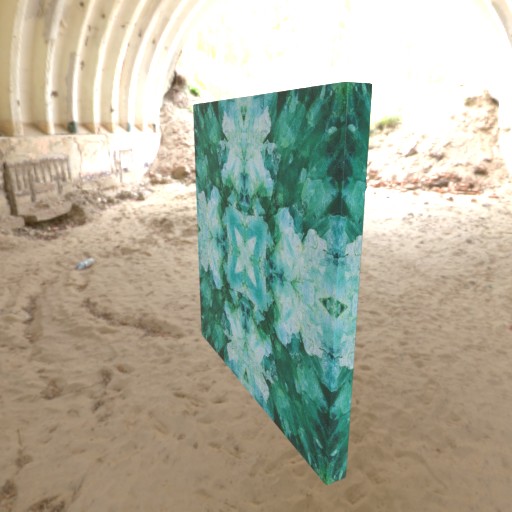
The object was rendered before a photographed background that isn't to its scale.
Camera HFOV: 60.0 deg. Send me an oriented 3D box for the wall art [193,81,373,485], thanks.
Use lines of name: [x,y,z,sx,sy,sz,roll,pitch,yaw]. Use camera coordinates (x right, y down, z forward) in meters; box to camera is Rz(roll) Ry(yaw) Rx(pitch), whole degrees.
wall art: [0.000,0.000,0.749,0.038,0.508,0.507,-8,18,-25]
